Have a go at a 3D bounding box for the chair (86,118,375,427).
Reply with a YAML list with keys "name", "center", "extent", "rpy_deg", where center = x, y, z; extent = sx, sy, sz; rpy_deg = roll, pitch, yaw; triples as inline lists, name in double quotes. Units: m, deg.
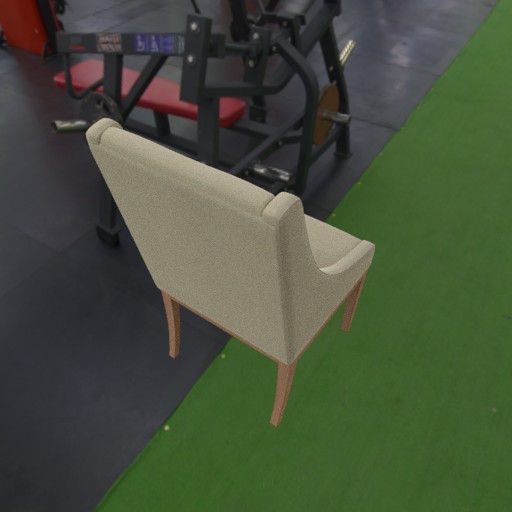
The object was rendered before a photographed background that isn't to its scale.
- name: "chair"
  center: [0.000, 0.000, 1.417]
  extent: [0.575, 1.021, 0.611]
  rpy_deg: [27, 51, 23]
